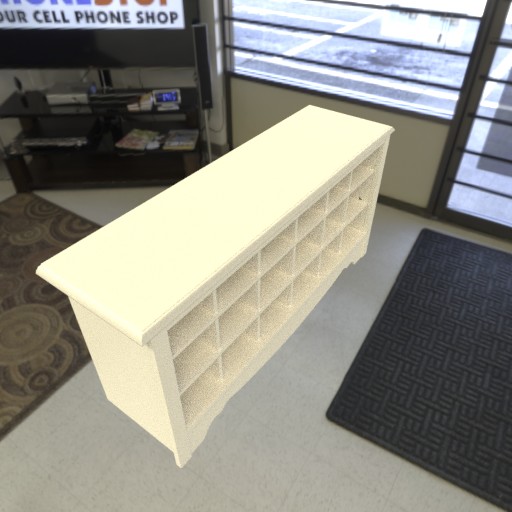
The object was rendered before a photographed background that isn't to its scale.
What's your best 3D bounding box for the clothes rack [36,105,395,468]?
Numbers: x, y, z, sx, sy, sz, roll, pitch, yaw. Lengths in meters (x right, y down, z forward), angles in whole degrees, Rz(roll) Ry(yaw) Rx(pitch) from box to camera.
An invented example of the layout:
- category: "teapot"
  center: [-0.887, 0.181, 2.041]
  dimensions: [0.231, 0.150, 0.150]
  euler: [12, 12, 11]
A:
- category: "clothes rack"
  center: [0.000, 0.000, 1.364]
  dimensions: [0.324, 0.531, 1.120]
  euler: [25, 46, 27]
